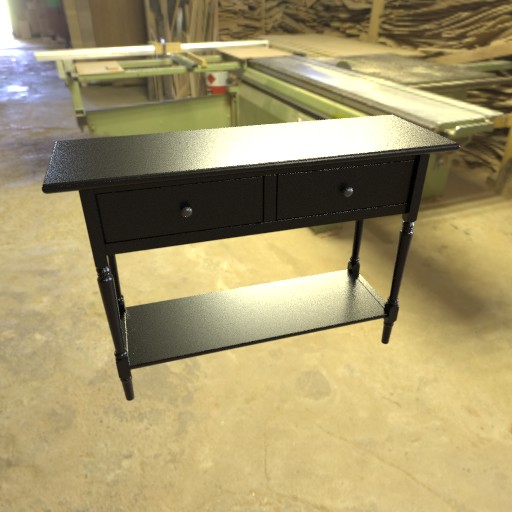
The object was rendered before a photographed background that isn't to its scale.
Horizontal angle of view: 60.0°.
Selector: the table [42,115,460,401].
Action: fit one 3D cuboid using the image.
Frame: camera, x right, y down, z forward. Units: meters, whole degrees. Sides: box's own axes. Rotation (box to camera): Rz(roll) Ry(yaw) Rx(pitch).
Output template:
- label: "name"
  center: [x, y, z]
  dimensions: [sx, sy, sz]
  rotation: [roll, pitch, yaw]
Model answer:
- label: "table"
  center: [0.000, 0.000, 1.575]
  dimensions: [1.191, 0.819, 0.386]
  rotation: [-9, 32, -14]
